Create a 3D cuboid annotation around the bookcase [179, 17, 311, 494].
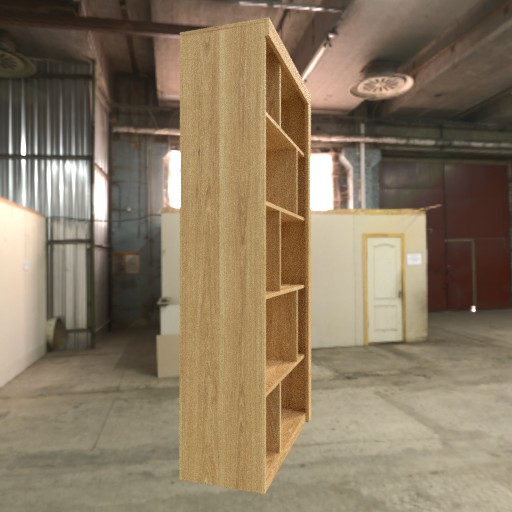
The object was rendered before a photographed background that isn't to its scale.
[{"bbox_3d":[0.000,0.000,2.390,0.420,2.020,0.950,0,0,18],"label":"bookcase"}]
